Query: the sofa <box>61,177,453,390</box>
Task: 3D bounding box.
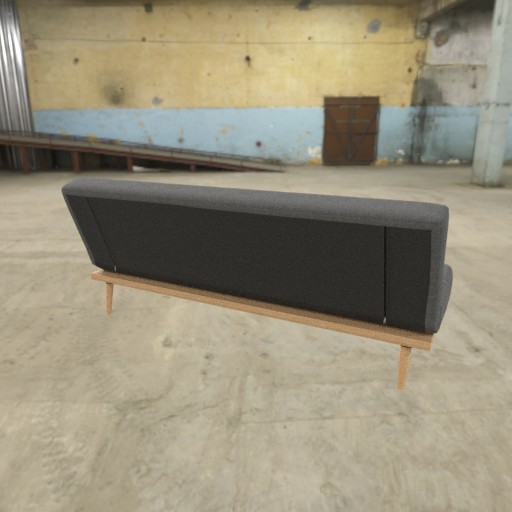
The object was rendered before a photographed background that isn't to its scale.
[{"bbox_3d":[0.000,0.000,2.254,1.820,0.770,0.820,8,18,26],"label":"sofa"}]
